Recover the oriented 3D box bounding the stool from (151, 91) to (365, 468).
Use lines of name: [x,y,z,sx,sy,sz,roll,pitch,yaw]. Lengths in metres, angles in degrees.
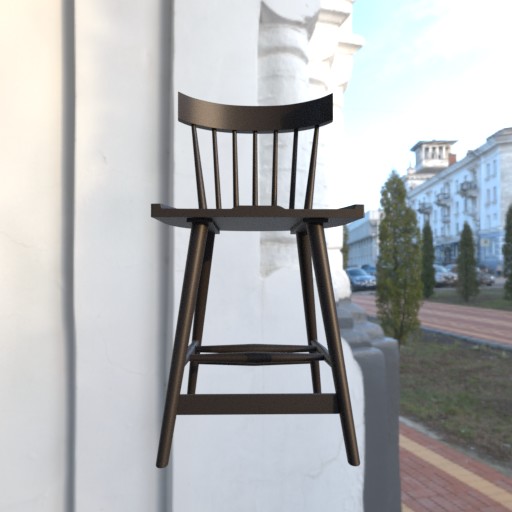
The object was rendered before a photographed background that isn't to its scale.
stool: [0.000,0.000,1.270,0.494,0.953,0.549,0,-1,-1]
